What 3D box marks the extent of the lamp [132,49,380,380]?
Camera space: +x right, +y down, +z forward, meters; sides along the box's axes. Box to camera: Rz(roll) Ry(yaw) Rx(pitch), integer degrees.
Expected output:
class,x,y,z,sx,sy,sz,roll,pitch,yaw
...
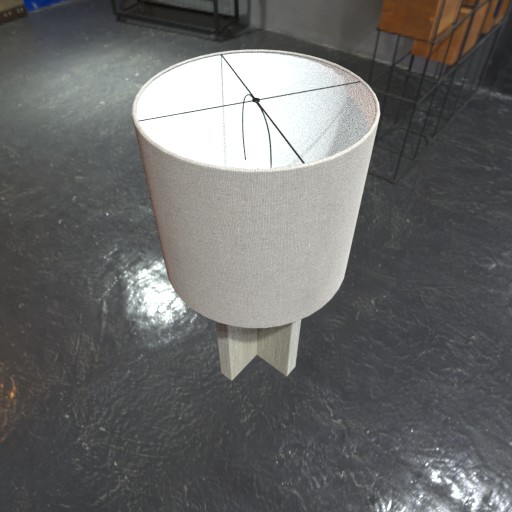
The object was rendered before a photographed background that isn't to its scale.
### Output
class,x,y,z,sx,sy,sz,roll,pitch,yaw
lamp,0.000,0.000,0.569,0.229,0.428,0.229,31,54,26
